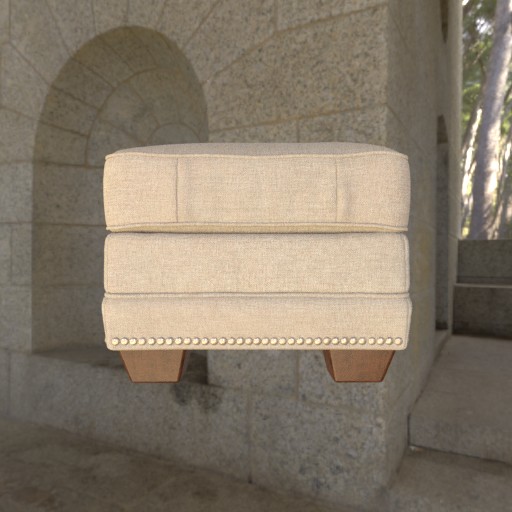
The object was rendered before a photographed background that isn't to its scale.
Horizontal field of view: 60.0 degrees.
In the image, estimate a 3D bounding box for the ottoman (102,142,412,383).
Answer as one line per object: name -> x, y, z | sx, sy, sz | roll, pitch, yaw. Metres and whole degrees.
ottoman -> 0.000, 0.000, 1.150 | 0.559, 0.458, 0.813 | 0, 0, 0
